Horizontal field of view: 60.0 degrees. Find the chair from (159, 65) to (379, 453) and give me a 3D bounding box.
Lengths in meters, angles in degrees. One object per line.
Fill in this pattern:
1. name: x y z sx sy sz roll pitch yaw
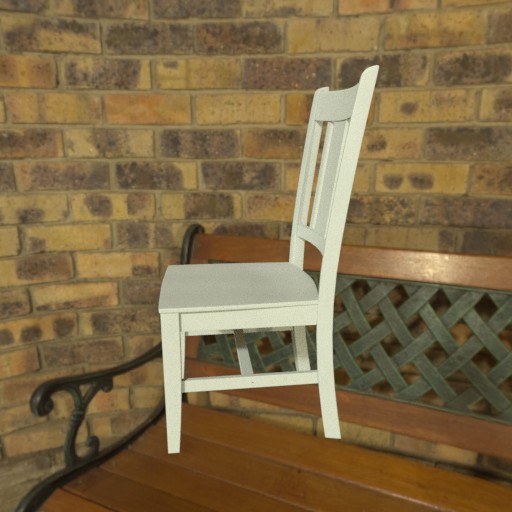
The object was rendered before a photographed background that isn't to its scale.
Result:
1. chair: 0.000 0.000 1.319 0.555 0.998 0.450 -2 15 -7
